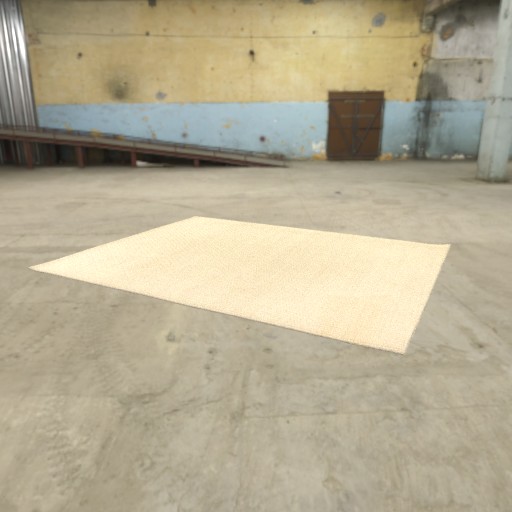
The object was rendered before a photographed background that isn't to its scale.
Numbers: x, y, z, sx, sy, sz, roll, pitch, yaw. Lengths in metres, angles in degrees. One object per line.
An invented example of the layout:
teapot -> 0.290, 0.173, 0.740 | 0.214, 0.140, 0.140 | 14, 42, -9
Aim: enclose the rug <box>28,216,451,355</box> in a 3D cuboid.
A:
rug -> 0.000, 0.000, 3.813 | 2.897, 0.035, 2.277 | 9, 19, 27
